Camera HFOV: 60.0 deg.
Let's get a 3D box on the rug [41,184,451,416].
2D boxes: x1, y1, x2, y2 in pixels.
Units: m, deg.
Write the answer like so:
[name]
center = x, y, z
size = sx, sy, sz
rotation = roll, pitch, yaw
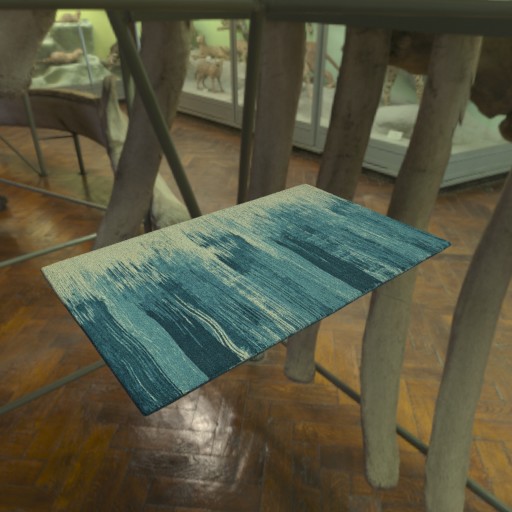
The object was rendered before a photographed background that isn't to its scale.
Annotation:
[rug]
center = 0.000, 0.000, 3.061
size = 2.450, 0.027, 1.540
rotation = -22, 37, -33
